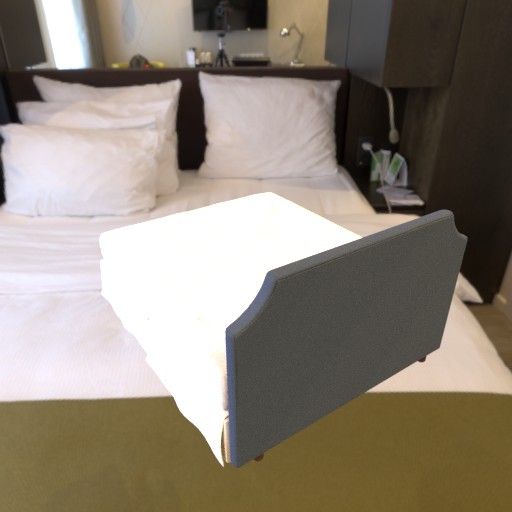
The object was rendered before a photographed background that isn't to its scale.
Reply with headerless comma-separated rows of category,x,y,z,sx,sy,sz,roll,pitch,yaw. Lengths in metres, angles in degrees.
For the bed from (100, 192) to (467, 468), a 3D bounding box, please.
bed,0.000,0.000,4.189,2.350,1.488,2.773,-18,34,-29
